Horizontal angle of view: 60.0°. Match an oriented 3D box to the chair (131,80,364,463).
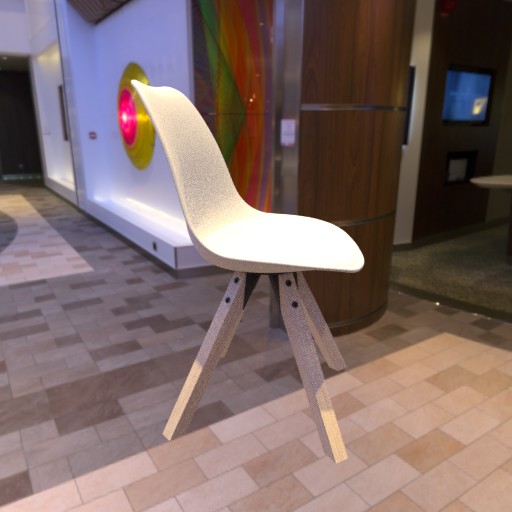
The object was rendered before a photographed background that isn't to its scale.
[{"bbox_3d":[0.000,0.000,1.159,0.550,0.850,0.485,3,17,10],"label":"chair"}]
